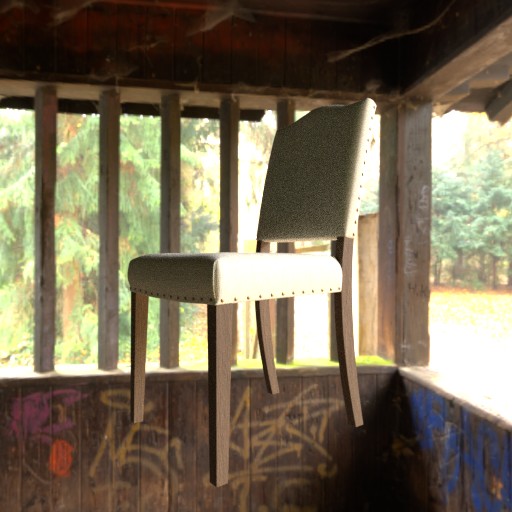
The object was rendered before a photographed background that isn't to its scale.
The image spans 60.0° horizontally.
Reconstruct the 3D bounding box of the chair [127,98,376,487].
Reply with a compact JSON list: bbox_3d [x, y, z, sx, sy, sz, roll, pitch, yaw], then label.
[{"bbox_3d":[0.000,0.000,1.349,0.619,1.015,0.508,0,0,-37],"label":"chair"}]
